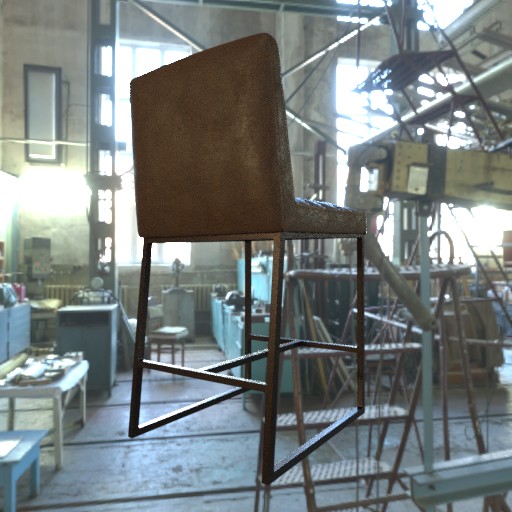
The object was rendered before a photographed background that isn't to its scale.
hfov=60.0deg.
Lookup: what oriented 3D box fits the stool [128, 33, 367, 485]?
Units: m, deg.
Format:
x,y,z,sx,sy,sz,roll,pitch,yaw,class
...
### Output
x,y,z,sx,sy,sz,roll,pitch,yaw,class
0.000,0.000,1.252,0.463,0.942,0.562,0,-1,35,stool
